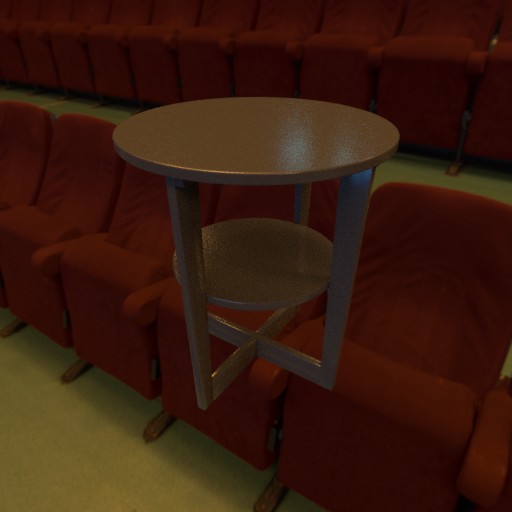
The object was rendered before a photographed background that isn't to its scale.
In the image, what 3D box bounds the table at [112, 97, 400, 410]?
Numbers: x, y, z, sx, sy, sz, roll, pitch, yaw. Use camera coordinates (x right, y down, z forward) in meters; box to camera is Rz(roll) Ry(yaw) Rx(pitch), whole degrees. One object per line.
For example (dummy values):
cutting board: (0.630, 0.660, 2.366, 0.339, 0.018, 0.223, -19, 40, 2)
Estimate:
table: (0.000, 0.000, 0.940, 0.500, 0.550, 0.500, 0, 31, 0)
